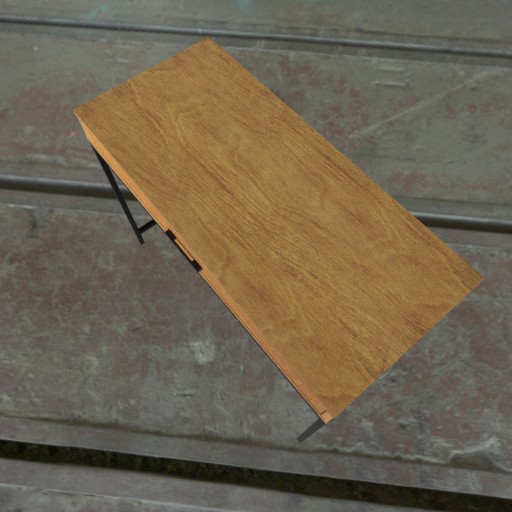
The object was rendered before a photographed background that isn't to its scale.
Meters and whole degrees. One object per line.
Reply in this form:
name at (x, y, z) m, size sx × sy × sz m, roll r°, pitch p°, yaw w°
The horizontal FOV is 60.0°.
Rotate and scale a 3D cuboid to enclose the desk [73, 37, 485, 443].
desk at (0.000, 0.000, 1.424) m, size 0.470 × 0.762 × 1.016 m, roll -36°, pitch 69°, yaw -16°
